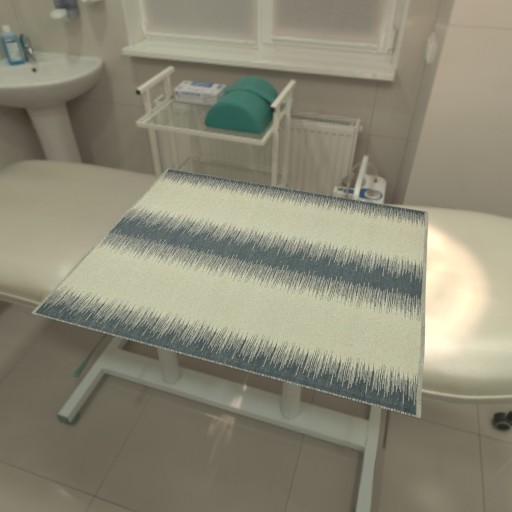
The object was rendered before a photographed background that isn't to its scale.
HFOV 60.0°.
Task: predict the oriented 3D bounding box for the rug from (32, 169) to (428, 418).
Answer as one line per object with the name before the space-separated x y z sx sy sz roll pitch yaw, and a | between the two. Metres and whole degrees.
rug | 0.000 0.000 4.111 3.037 0.004 2.453 12 42 13
